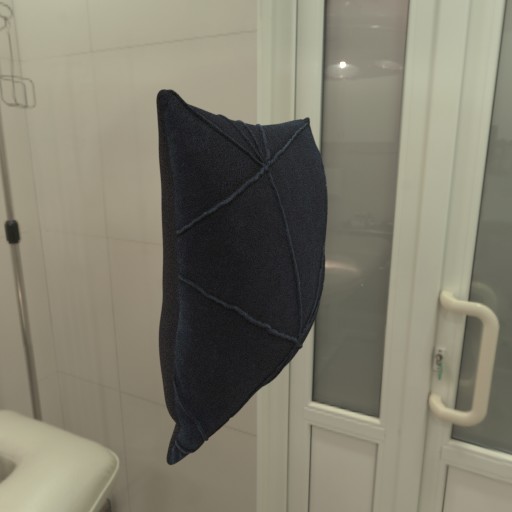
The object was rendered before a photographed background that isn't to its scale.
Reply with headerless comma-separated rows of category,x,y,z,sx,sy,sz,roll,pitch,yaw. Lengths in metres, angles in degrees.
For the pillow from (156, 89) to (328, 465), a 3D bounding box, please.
pillow,0.000,0.000,0.677,0.183,0.440,0.439,7,16,26
